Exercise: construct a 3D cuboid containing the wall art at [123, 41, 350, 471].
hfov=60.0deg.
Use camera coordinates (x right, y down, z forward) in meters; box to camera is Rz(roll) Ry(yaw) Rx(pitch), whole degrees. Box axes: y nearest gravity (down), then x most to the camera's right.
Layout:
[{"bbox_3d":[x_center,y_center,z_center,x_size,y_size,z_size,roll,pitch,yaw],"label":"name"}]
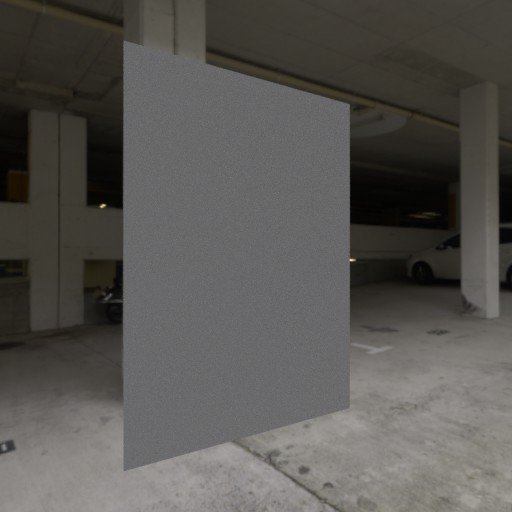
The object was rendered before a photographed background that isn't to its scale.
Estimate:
[{"bbox_3d":[0.000,0.000,0.759,0.457,0.609,0.003,0,0,-35],"label":"wall art"}]
